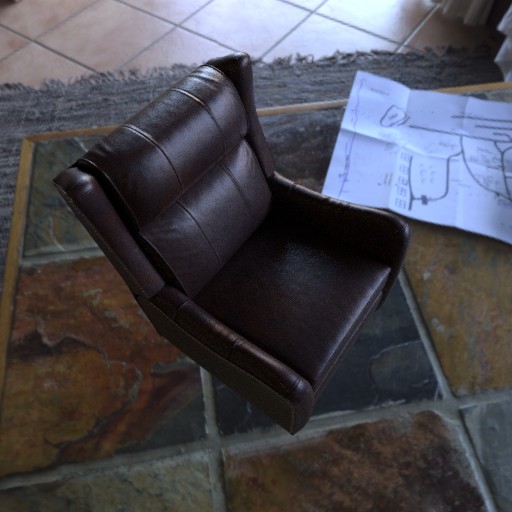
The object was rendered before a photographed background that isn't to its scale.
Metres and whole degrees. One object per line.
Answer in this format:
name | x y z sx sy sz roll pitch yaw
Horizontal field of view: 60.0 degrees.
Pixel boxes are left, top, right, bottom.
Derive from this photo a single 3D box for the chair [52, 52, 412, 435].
chair | 0.000 0.000 1.795 1.008 1.084 0.869 32 63 19
